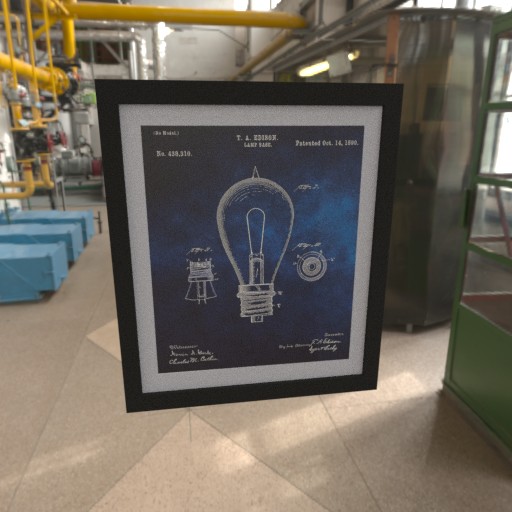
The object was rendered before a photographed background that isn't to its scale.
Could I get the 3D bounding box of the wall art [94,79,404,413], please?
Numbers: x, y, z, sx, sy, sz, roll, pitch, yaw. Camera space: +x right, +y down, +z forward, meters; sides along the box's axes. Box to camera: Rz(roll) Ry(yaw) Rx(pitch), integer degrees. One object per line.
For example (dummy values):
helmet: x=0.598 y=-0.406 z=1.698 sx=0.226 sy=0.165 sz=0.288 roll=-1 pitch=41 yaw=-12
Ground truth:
wall art: x=0.000 y=0.000 z=0.688 sx=0.428 sy=0.505 sz=0.023 roll=-3 pitch=17 yaw=-9
